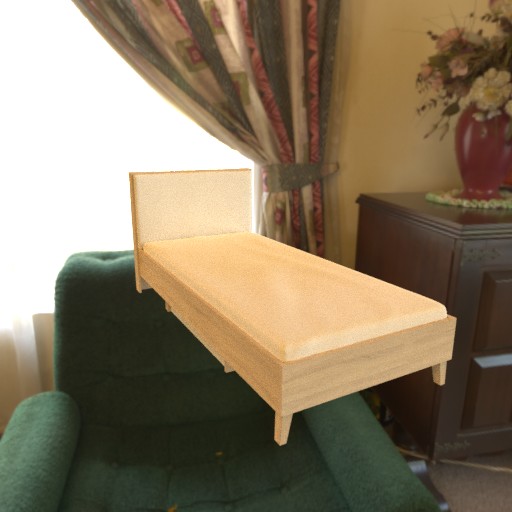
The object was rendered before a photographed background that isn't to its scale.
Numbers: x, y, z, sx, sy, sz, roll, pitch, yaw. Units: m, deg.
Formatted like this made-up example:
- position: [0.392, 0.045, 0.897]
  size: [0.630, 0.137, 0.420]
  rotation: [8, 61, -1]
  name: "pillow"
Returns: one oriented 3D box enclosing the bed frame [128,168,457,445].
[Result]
- position: [0.000, 0.000, 2.720]
  size: [0.990, 0.920, 2.140]
  rotation: [-8, 17, -28]
  name: "bed frame"
